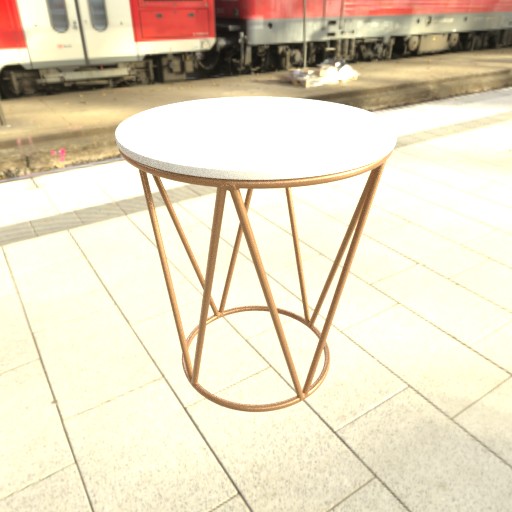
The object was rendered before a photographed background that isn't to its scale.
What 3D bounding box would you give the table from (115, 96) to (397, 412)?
[{"bbox_3d":[0.000,0.000,0.957,0.500,0.564,0.500,0,31,0],"label":"table"}]
